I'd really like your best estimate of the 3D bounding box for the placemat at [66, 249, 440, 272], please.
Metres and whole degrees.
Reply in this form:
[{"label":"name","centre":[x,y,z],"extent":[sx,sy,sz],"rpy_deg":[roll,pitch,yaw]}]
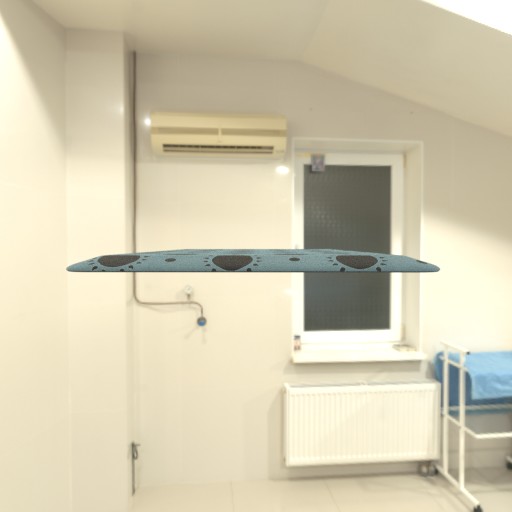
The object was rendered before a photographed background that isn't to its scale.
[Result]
[{"label":"placemat","centre":[0.000,0.000,0.950],"extent":[0.508,0.021,0.762],"rpy_deg":[0,2,1]}]
